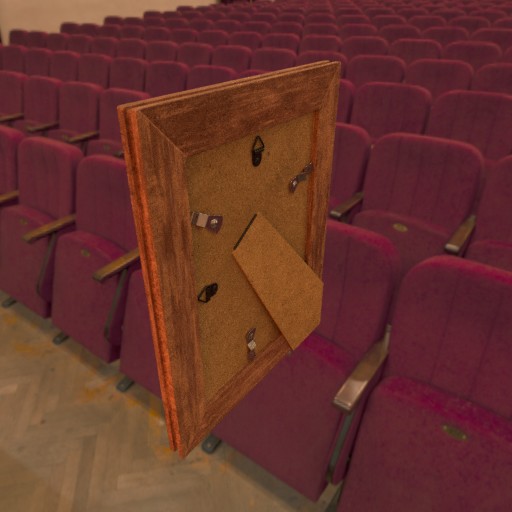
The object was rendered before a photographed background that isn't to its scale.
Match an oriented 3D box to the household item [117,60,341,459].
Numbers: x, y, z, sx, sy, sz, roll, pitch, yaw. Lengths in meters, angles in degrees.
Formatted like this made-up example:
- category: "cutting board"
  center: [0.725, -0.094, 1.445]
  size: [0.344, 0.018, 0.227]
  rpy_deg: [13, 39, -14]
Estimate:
- category: "household item"
  center: [0.000, 0.000, 0.315]
  size: [0.018, 0.237, 0.186]
  rpy_deg: [21, 37, 31]
